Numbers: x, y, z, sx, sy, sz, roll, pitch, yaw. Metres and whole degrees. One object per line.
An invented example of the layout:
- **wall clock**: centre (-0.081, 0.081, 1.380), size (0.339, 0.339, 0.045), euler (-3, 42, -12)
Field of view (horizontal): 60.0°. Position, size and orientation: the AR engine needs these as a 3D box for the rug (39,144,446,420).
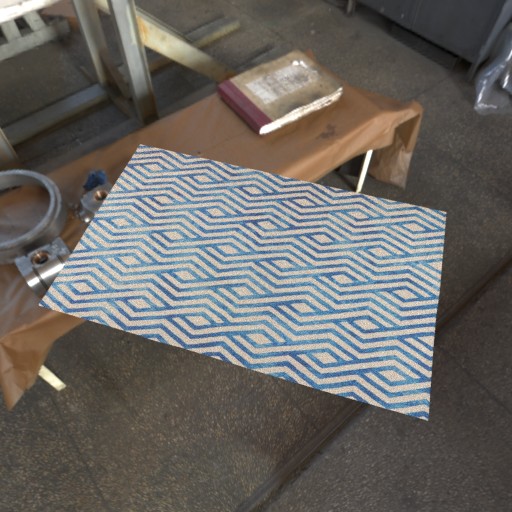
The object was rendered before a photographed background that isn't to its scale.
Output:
- **rug**: centre (0.000, 0.000, 3.028), size (2.439, 0.008, 1.531), euler (14, 58, 9)
